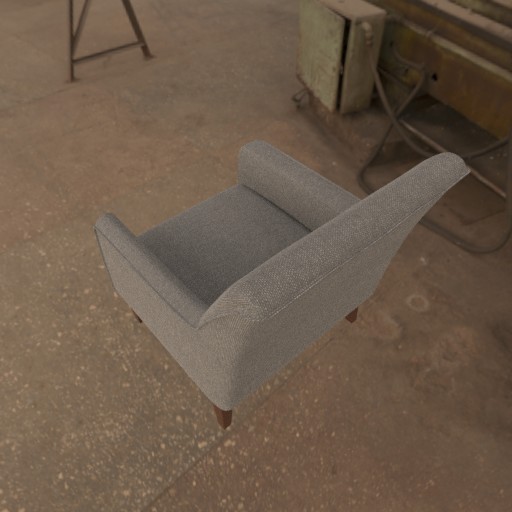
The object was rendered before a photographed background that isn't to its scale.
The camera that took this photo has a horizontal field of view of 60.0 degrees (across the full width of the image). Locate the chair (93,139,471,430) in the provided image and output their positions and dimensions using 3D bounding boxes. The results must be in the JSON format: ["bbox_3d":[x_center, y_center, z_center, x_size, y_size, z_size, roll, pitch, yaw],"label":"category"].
[{"bbox_3d":[0.000,0.000,1.556,0.780,0.919,0.899,-32,54,-27],"label":"chair"}]
